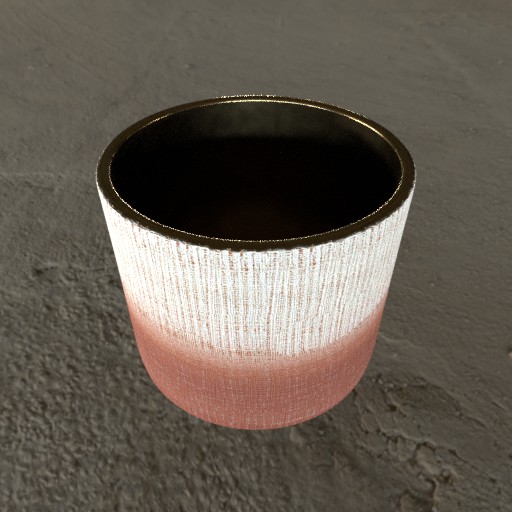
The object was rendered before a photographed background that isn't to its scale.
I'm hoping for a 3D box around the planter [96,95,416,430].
[{"bbox_3d":[0.000,0.000,0.427,0.254,0.221,0.254,0,40,0],"label":"planter"}]
